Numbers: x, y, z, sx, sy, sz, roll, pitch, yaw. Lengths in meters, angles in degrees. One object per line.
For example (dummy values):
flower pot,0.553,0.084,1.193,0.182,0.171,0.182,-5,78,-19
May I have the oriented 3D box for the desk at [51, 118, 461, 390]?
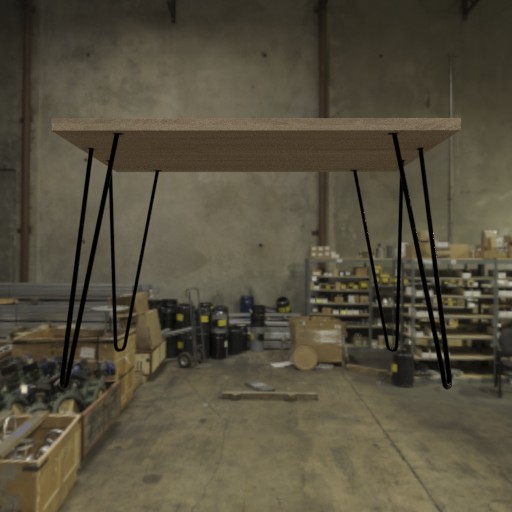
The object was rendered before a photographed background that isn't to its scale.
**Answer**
desk,0.000,0.000,1.318,0.991,0.660,0.499,0,-1,0
